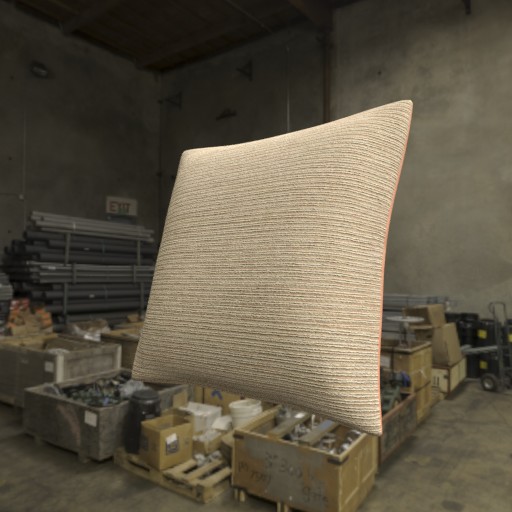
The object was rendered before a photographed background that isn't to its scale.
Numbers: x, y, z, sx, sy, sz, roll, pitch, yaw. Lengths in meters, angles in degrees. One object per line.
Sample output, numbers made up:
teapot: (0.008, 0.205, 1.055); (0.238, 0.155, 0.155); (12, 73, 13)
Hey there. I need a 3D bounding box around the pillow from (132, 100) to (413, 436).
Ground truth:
pillow: (0.000, 0.000, 0.651); (0.424, 0.401, 0.177); (-2, -3, 37)
